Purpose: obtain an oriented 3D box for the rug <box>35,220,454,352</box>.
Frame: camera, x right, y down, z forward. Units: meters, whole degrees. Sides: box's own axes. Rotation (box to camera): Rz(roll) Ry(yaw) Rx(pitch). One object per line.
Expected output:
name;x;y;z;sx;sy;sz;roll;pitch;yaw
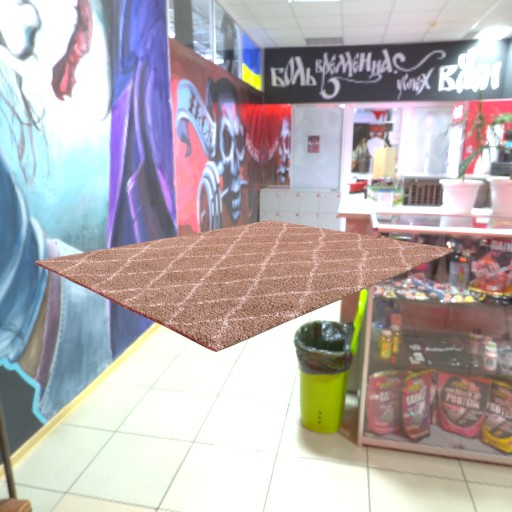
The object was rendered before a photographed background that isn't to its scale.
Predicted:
rug;0.000;0.000;4.083;2.438;0.029;3.047;14;19;43
